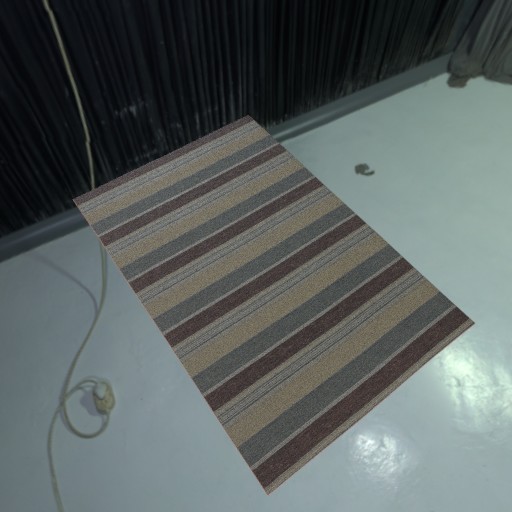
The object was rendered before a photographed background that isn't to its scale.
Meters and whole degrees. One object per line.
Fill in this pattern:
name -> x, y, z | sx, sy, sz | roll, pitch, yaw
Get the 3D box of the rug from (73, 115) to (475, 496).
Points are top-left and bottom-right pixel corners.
rug -> 0.000, 0.000, 2.289 | 1.219, 0.008, 1.829 | -31, 62, -19
